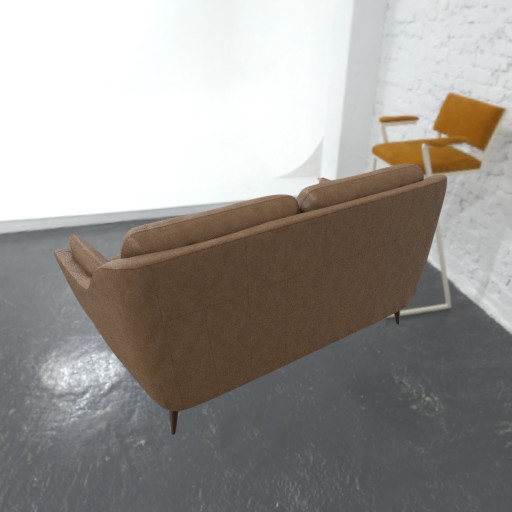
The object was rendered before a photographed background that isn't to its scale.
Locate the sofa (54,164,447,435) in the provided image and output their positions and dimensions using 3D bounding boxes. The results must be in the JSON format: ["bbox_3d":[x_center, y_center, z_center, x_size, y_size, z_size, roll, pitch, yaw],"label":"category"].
[{"bbox_3d":[0.000,0.000,2.244,1.731,0.886,0.981,-17,33,-29],"label":"sofa"}]
